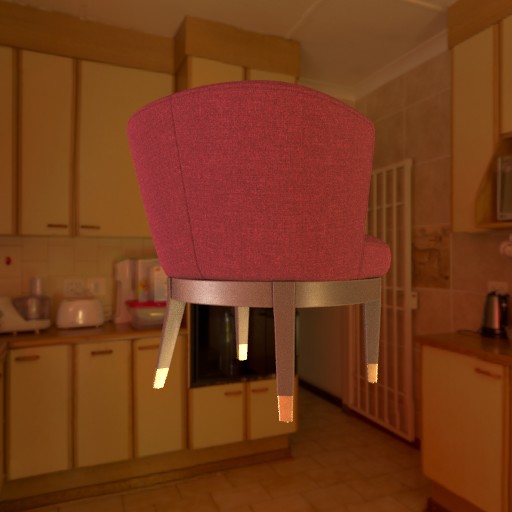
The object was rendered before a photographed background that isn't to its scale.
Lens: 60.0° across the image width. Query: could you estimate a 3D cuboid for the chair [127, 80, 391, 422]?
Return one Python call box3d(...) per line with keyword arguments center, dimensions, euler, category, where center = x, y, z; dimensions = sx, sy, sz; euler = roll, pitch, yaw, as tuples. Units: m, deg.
box3d(center=(0.000, 0.000, 1.290), dimensions=(0.700, 0.760, 0.660), euler=(0, -1, 37), category="chair")
